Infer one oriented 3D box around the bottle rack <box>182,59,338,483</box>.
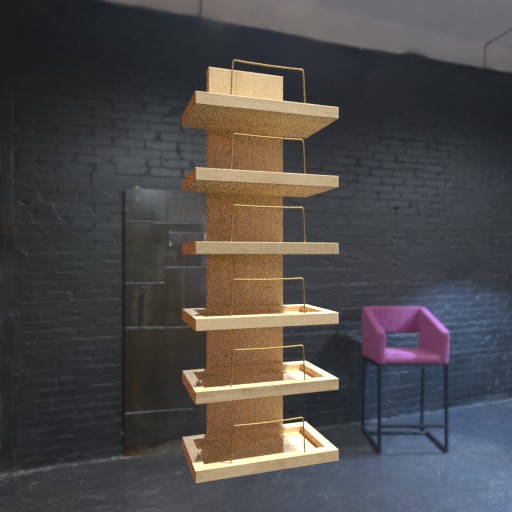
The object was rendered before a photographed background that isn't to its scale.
[{"bbox_3d":[0.000,0.000,1.063,0.330,0.943,0.206,0,0,-18],"label":"bottle rack"}]
